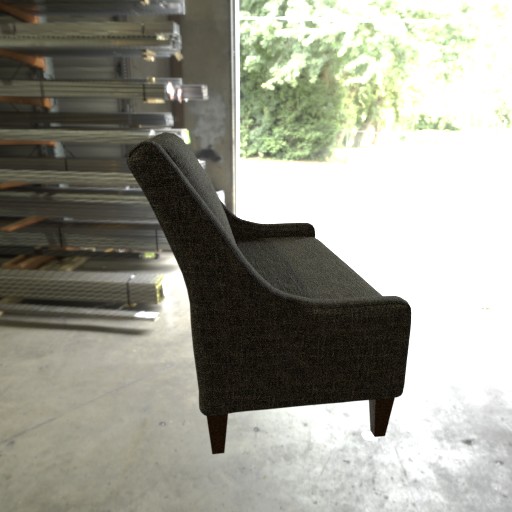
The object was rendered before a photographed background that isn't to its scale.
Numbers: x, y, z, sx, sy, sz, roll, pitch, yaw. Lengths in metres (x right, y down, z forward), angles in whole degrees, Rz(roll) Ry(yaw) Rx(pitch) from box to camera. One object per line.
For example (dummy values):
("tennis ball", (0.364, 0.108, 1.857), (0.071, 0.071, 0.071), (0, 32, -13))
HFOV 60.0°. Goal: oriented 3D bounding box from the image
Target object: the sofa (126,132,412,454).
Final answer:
("sofa", (0.000, 0.000, 1.923), (0.870, 1.021, 1.242), (-2, 17, -8))
